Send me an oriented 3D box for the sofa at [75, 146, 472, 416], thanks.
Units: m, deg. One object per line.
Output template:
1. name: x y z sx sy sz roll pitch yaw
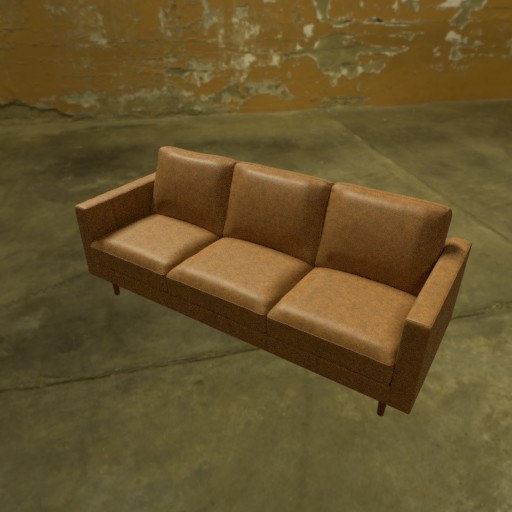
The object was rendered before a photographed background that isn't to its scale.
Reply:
1. sofa: 0.000 0.000 2.719 2.231 0.930 0.903 18 35 28
